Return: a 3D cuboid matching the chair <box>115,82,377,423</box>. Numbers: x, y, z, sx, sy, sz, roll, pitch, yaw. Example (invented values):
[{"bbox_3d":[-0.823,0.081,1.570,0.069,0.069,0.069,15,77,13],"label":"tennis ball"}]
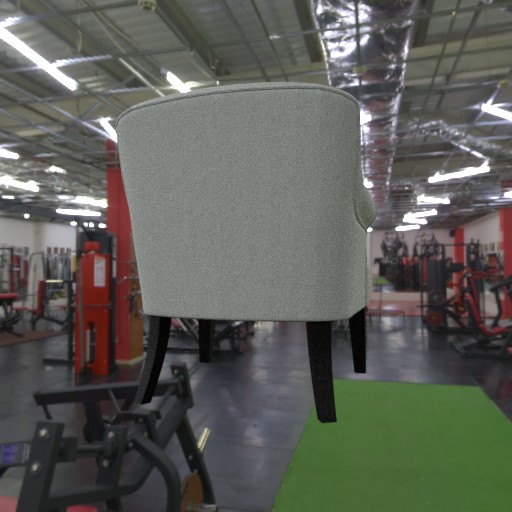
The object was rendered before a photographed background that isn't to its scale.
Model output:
[{"bbox_3d":[0.000,0.000,1.491,0.781,0.875,0.750,0,-2,17],"label":"chair"}]
